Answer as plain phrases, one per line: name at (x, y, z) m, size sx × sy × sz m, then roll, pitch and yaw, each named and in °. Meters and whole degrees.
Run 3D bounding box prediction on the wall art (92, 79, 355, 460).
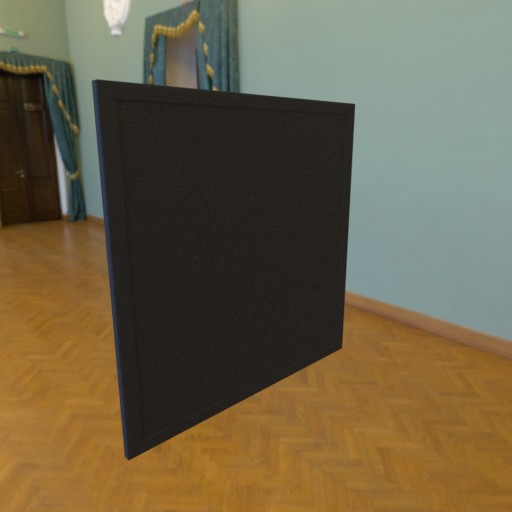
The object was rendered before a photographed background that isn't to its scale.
wall art at (0.000, 0.000, 0.813) m, size 0.562 × 0.558 × 0.012 m, roll -14°, pitch 20°, yaw -42°
